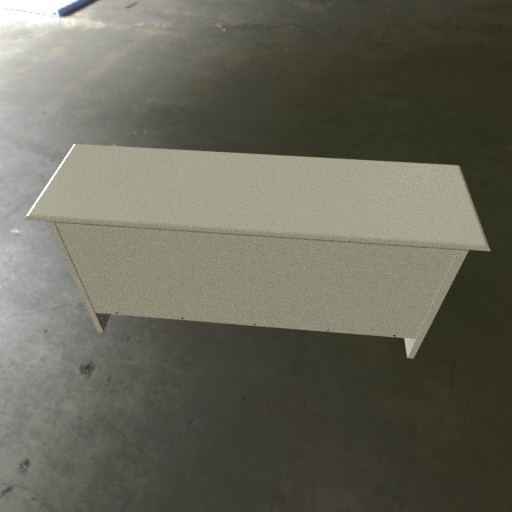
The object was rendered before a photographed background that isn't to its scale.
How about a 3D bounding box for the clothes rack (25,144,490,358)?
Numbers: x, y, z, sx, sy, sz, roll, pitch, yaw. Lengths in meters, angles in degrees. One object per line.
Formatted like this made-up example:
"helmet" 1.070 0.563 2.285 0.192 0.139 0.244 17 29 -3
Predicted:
"clothes rack" 0.000 0.000 1.355 1.120 0.531 0.324 4 47 4
